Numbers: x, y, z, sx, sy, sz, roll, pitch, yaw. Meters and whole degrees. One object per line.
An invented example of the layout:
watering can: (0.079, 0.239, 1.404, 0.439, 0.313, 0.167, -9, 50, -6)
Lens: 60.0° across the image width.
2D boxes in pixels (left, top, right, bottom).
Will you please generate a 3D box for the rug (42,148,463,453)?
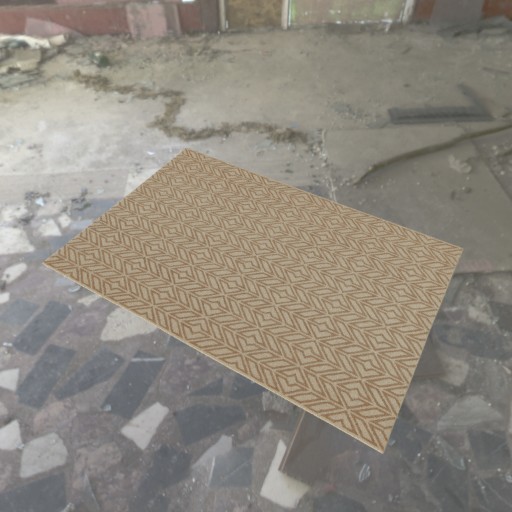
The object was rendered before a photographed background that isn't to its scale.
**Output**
rug: (0.000, 0.000, 2.307, 1.828, 0.007, 1.220, 24, 51, 21)
